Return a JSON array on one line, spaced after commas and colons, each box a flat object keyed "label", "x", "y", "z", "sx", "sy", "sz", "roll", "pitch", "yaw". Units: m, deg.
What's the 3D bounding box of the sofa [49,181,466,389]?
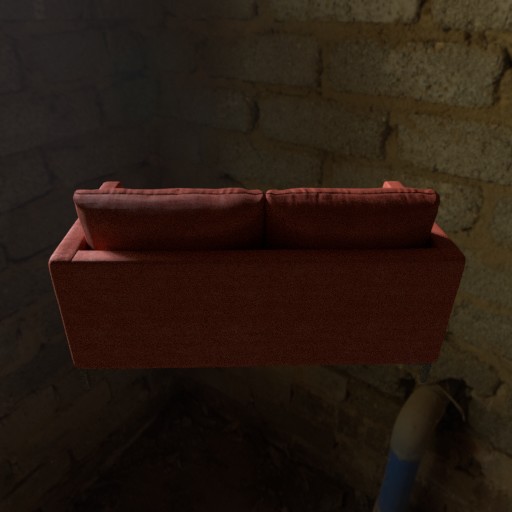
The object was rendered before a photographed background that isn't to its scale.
[{"label": "sofa", "x": 0.000, "y": 0.000, "z": 2.111, "sx": 1.574, "sy": 0.896, "sz": 0.864, "roll": -1, "pitch": 31, "yaw": -2}]
